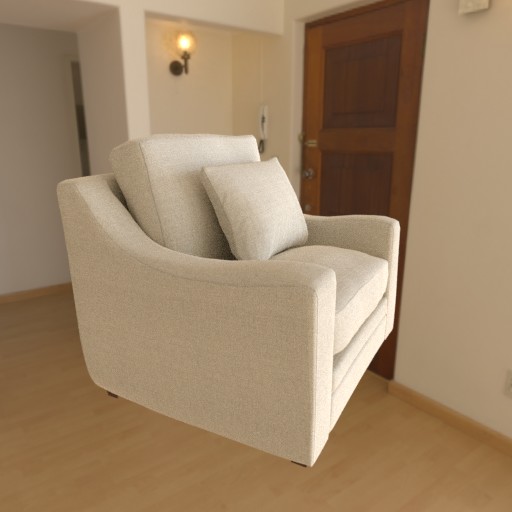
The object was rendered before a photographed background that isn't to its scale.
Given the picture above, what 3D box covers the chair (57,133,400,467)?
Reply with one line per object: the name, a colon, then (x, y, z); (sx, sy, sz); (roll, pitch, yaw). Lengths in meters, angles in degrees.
chair: (0.000, 0.000, 1.904); (1.009, 1.016, 1.178); (8, 17, 27)
